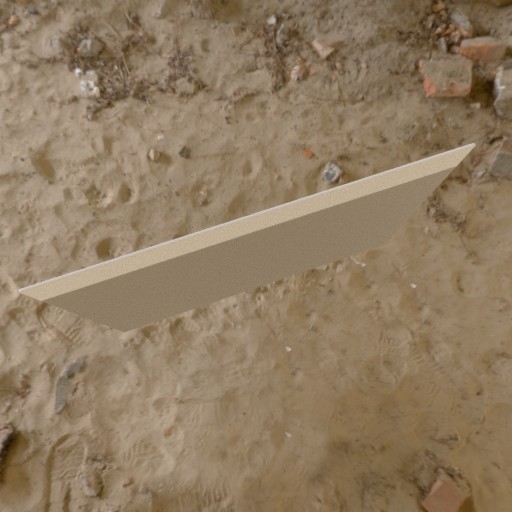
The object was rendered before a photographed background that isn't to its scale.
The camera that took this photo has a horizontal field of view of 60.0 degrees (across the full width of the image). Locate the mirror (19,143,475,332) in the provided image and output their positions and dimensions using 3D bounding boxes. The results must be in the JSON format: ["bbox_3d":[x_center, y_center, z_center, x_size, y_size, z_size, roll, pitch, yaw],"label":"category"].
[{"bbox_3d":[0.000,0.000,1.106,0.870,0.630,0.030,-18,75,-5],"label":"mirror"}]
